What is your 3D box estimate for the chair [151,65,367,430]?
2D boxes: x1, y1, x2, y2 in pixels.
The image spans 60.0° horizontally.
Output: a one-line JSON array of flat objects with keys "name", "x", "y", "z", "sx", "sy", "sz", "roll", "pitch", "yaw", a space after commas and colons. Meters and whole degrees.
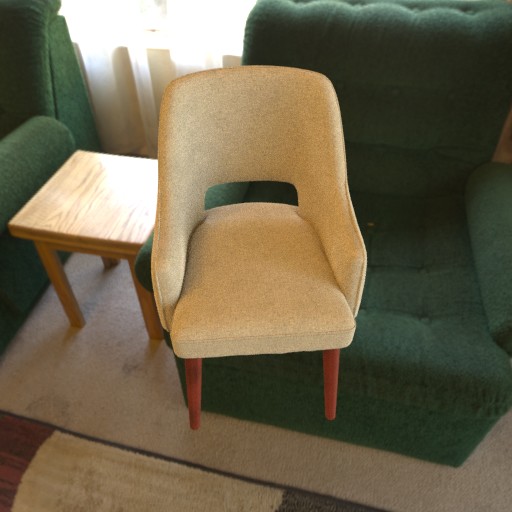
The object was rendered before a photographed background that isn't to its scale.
[{"name": "chair", "x": 0.000, "y": 0.000, "z": 1.267, "sx": 0.548, "sy": 0.849, "sz": 0.605, "roll": -3, "pitch": 44, "yaw": -3}]
